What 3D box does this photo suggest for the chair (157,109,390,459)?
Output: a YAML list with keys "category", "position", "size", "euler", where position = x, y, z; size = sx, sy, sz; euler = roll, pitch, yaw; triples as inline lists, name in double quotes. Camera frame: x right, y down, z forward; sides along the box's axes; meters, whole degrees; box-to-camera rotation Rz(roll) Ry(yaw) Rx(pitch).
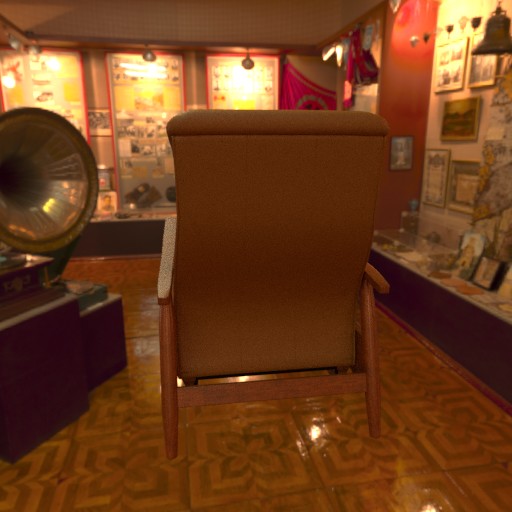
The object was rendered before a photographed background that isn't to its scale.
- category: "chair"
  position: [0.000, 0.000, 1.818]
  size: [0.762, 1.082, 1.014]
  euler: [-2, 15, -8]
